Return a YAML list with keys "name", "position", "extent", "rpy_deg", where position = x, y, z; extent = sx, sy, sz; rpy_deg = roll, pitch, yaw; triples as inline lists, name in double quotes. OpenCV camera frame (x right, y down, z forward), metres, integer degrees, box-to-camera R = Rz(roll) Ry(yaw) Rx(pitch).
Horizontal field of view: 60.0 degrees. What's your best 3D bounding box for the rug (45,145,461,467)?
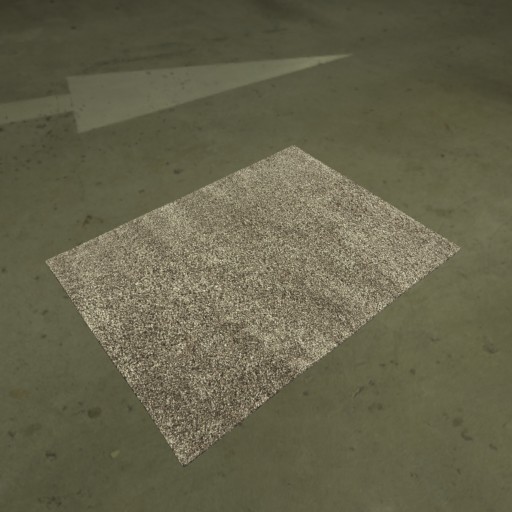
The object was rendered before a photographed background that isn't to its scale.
- name: "rug"
  position: [0.000, 0.000, 2.130]
  extent: [1.601, 0.025, 1.198]
  rpy_deg: [-30, 53, -26]
